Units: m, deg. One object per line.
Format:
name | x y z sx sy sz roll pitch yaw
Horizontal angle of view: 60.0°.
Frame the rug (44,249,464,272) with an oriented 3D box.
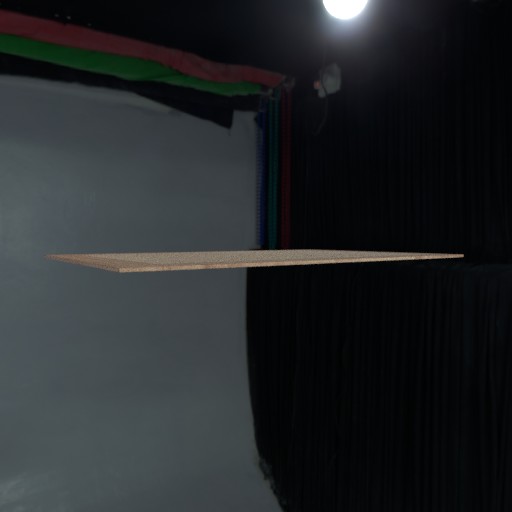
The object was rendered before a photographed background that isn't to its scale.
rug | 0.000 0.000 2.312 1.829 0.014 1.219 -2 3 -35
